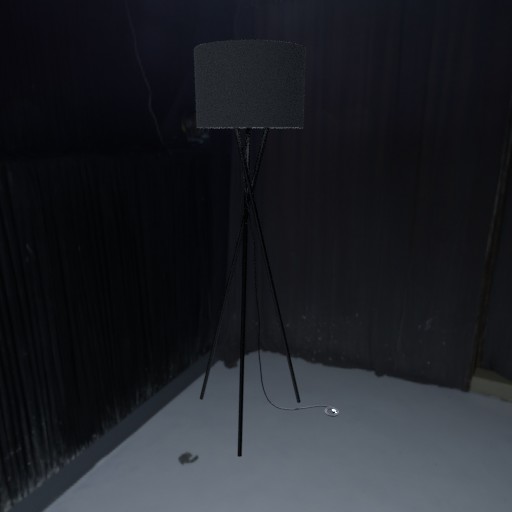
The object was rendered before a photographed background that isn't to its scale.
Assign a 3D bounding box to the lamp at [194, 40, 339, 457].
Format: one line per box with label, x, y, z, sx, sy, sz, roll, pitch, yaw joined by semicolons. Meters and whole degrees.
lamp;0.000;0.000;1.891;0.667;1.624;0.522;8;18;27
